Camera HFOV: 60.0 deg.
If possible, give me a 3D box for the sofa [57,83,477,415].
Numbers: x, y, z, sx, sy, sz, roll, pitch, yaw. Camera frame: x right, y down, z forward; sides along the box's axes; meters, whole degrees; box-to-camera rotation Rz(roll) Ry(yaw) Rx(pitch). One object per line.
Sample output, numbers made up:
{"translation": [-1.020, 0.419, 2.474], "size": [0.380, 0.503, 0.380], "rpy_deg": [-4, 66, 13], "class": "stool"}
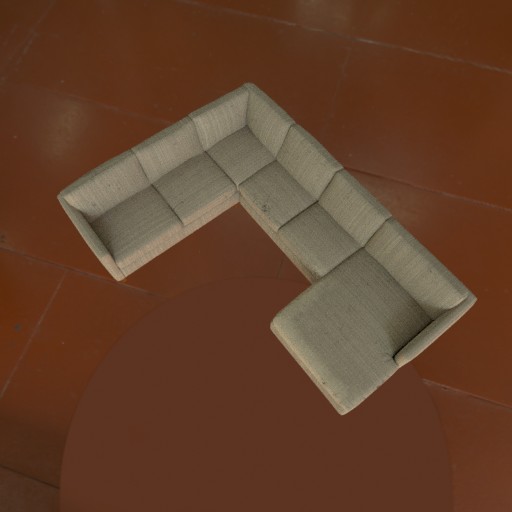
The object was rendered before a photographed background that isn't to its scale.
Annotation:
{"translation": [0.000, 0.000, 4.559], "size": [2.594, 0.961, 3.460], "rpy_deg": [-35, 70, -15], "class": "sofa"}
